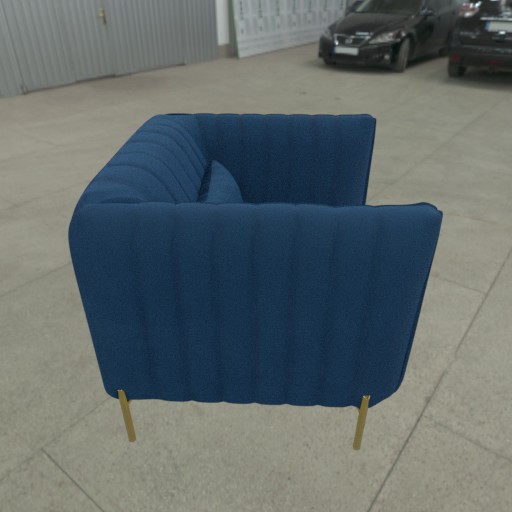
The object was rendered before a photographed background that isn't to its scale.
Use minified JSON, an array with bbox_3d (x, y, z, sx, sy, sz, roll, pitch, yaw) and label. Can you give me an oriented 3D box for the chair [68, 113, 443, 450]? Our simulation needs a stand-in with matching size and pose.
[{"bbox_3d":[0.000,0.000,1.530,0.877,0.793,0.947,1,32,2],"label":"chair"}]
